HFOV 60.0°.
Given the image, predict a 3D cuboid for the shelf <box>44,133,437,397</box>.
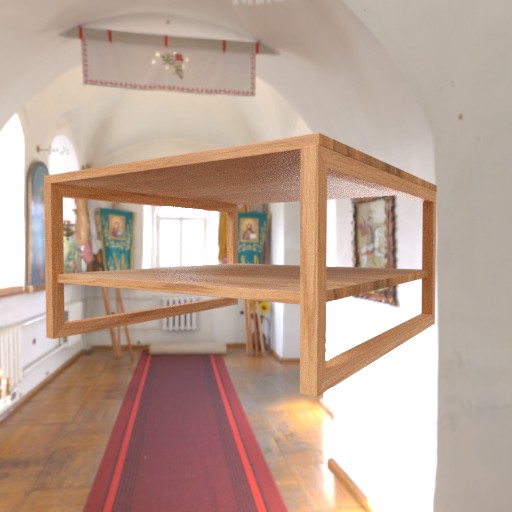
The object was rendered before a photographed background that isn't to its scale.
[{"bbox_3d":[0.000,0.000,1.427,0.899,0.480,0.899,1,2,35],"label":"shelf"}]
